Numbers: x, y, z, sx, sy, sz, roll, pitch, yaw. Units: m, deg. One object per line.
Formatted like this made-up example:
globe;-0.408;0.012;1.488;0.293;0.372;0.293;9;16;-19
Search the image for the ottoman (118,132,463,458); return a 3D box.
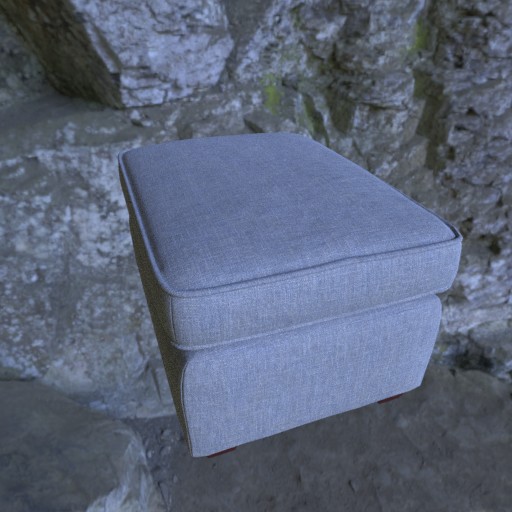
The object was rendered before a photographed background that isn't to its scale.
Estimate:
ottoman;0.000;0.000;1.091;0.559;0.457;0.762;-11;32;-17
